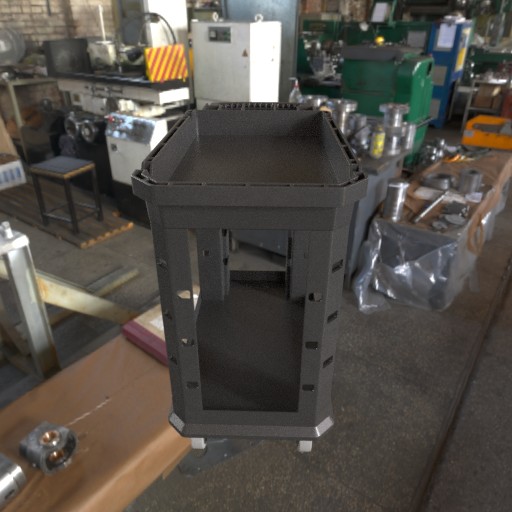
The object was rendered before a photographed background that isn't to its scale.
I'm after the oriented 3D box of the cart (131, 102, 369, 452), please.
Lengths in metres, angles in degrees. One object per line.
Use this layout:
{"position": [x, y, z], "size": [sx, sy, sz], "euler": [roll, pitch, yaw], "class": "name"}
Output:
{"position": [0.000, 0.000, 1.538], "size": [0.497, 0.884, 1.061], "euler": [1, 29, 2], "class": "cart"}
